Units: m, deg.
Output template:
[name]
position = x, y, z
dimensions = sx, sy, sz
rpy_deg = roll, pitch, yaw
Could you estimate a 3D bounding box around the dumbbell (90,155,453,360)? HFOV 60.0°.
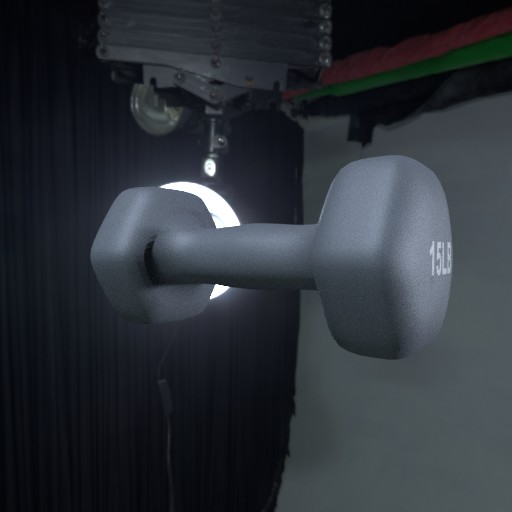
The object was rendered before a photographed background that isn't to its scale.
[dumbbell]
position = 0.000, 0.000, 0.299
dimensions = 0.240, 0.105, 0.116
rpy_deg = 1, 1, 37
